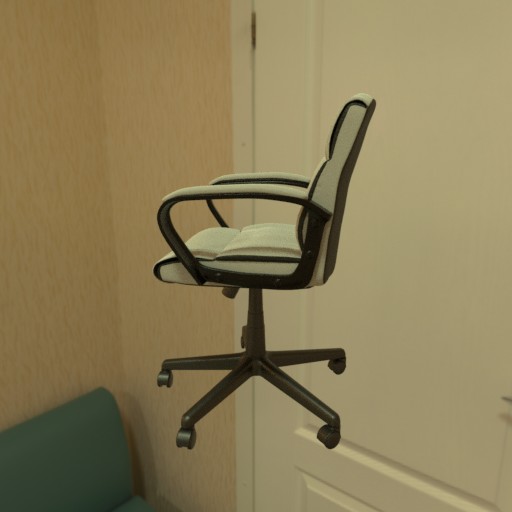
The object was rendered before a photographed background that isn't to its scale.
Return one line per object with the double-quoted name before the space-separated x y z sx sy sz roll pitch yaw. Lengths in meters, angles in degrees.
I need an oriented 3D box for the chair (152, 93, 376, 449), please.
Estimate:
"chair" 0.000 0.000 1.484 0.717 1.004 0.739 2 14 9
